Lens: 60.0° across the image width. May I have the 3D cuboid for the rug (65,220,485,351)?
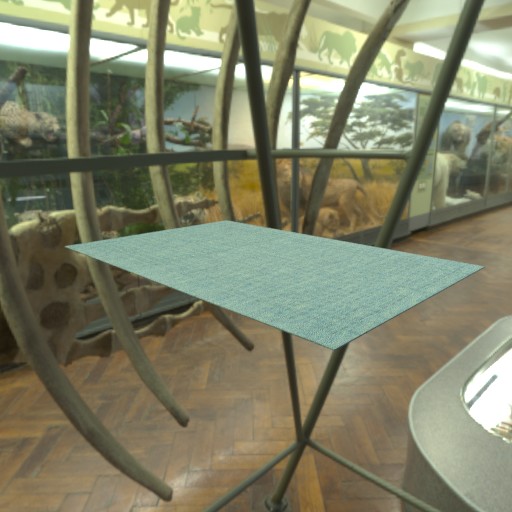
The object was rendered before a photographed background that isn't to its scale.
[{"bbox_3d":[0.000,0.000,2.866,2.286,0.006,1.522,14,20,43],"label":"rug"}]
